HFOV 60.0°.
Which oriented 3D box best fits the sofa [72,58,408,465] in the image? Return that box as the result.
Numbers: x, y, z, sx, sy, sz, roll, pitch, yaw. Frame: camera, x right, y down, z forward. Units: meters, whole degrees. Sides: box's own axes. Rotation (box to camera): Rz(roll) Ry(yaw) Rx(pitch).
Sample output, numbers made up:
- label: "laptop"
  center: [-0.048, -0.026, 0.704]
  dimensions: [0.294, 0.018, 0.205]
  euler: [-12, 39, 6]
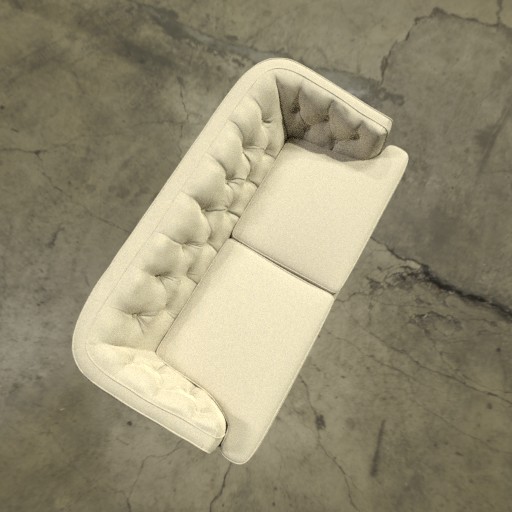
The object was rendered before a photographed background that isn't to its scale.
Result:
- label: "sofa"
  center: [0.000, 0.000, 2.229]
  dimensions: [0.941, 0.855, 1.733]
  euler: [29, 76, 8]
